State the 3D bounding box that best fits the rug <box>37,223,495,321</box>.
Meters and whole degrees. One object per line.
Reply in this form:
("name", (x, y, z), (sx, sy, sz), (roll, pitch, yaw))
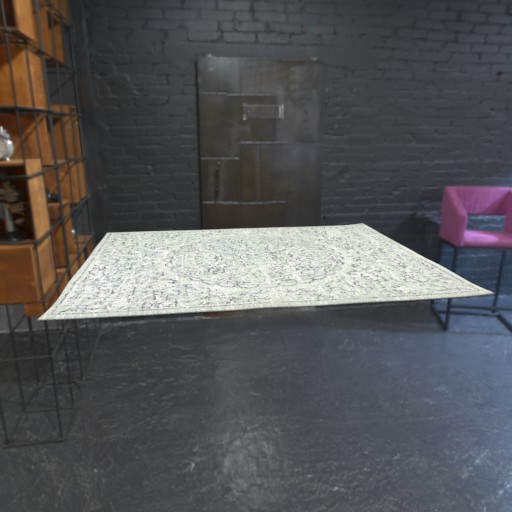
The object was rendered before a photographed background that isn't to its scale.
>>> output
("rug", (0.000, 0.000, 3.898), (2.925, 0.026, 2.343), (-2, 16, -8))
